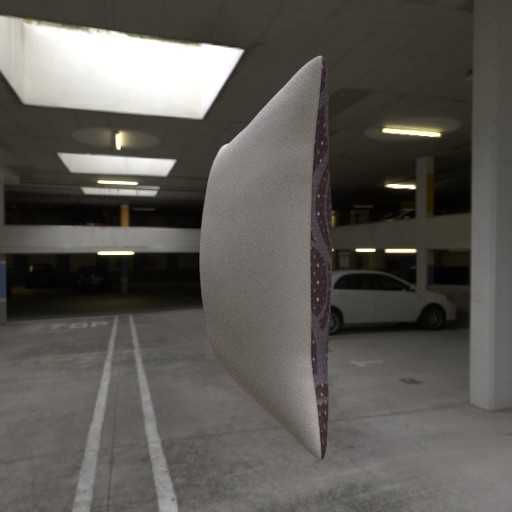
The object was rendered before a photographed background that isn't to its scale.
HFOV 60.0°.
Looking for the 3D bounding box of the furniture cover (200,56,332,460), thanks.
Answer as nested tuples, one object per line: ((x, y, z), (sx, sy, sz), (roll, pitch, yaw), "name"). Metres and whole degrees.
((0.000, 0.000, 0.811), (0.193, 0.509, 0.552), (0, 1, -17), "furniture cover")
